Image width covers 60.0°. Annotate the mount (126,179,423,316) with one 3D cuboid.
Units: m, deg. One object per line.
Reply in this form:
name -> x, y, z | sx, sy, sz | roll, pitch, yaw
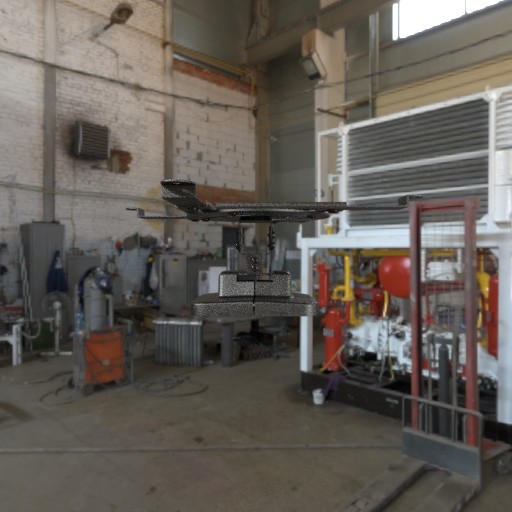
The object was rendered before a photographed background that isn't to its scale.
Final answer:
mount -> 0.000, 0.000, 0.594 | 0.394, 0.141, 0.394 | 0, 1, 1
